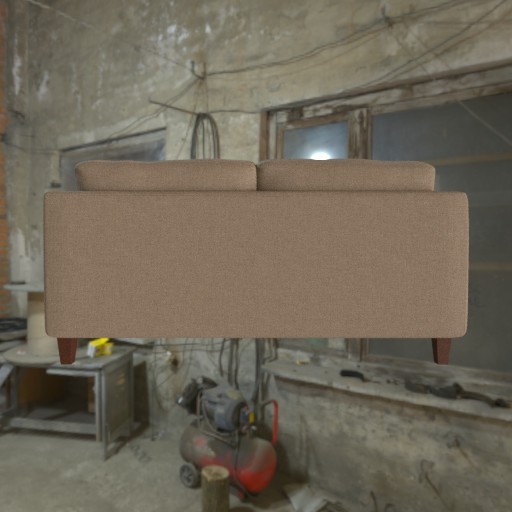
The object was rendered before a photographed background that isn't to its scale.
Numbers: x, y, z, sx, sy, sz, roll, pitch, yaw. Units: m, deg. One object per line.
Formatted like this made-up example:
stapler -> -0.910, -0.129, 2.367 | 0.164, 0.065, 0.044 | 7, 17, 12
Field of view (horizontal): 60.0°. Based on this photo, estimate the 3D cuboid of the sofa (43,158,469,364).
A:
sofa -> 0.000, 0.000, 2.392 | 1.884, 0.947, 0.951 | 0, 1, 0
